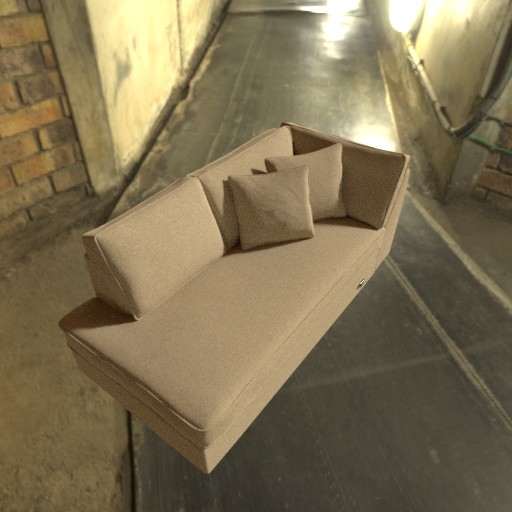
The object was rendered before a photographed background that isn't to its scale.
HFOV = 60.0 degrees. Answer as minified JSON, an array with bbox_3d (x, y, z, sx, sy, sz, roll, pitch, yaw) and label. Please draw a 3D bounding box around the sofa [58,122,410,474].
[{"bbox_3d":[0.000,0.000,2.849,1.110,1.033,2.237,26,47,27],"label":"sofa"}]
